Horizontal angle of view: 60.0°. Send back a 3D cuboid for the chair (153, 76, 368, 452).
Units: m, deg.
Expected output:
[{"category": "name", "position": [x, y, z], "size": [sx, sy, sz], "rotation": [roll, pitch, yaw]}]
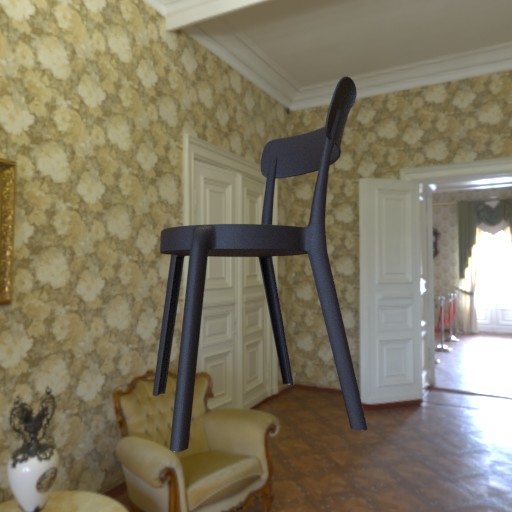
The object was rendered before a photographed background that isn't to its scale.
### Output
[{"category": "chair", "position": [0.000, 0.000, 1.161], "size": [0.491, 0.790, 0.506], "rotation": [1, -3, -18]}]
